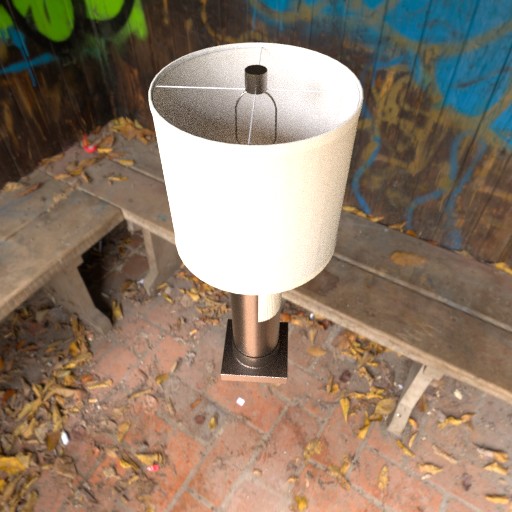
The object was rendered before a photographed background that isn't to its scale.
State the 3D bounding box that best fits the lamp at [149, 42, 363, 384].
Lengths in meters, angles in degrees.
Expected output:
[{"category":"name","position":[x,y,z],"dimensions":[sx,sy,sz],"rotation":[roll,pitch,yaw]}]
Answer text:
[{"category":"lamp","position":[0.000,0.000,0.597],"dimensions":[0.202,0.509,0.202],"rotation":[3,48,2]}]
